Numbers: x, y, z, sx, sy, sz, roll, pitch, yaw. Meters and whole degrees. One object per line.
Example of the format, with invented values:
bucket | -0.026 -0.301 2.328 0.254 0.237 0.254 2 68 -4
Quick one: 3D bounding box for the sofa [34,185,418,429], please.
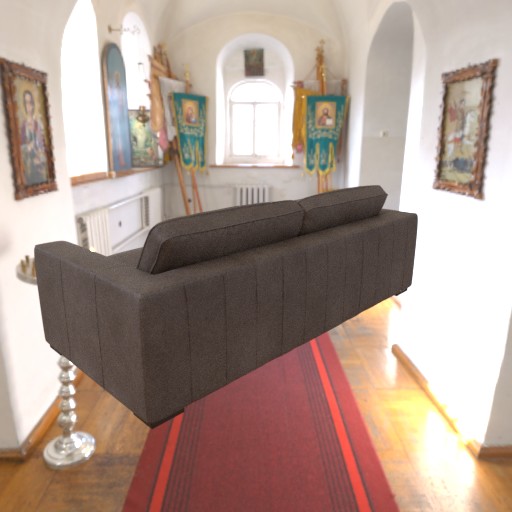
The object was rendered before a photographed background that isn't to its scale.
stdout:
sofa | 0.000 0.000 2.749 1.070 0.801 2.262 15 22 42
